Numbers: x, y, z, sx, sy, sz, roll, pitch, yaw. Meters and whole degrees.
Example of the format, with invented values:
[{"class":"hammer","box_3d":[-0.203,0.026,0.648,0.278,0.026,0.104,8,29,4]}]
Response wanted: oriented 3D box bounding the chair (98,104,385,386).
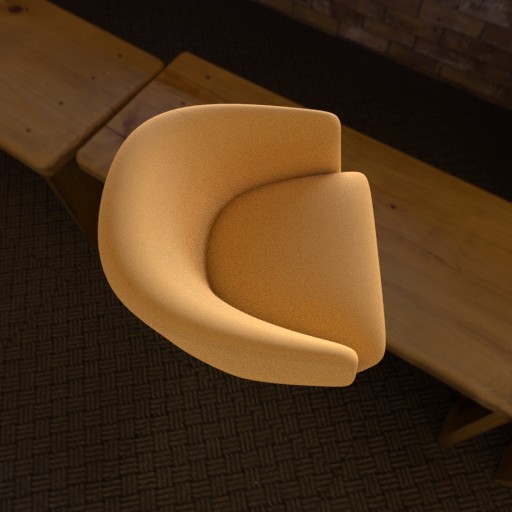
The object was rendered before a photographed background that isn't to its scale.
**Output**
[{"class":"chair","box_3d":[0.000,0.000,1.383,0.767,0.698,0.773,2,63,1]}]
